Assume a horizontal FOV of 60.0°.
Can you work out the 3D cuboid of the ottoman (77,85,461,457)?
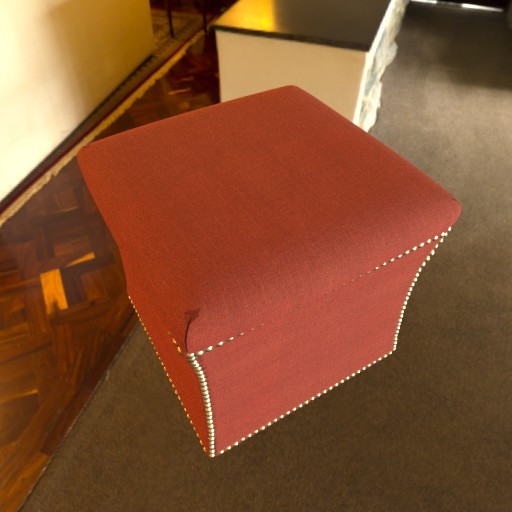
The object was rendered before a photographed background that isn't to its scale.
[{"bbox_3d":[0.000,0.000,0.899,0.507,0.475,0.497,-23,51,-20],"label":"ottoman"}]
